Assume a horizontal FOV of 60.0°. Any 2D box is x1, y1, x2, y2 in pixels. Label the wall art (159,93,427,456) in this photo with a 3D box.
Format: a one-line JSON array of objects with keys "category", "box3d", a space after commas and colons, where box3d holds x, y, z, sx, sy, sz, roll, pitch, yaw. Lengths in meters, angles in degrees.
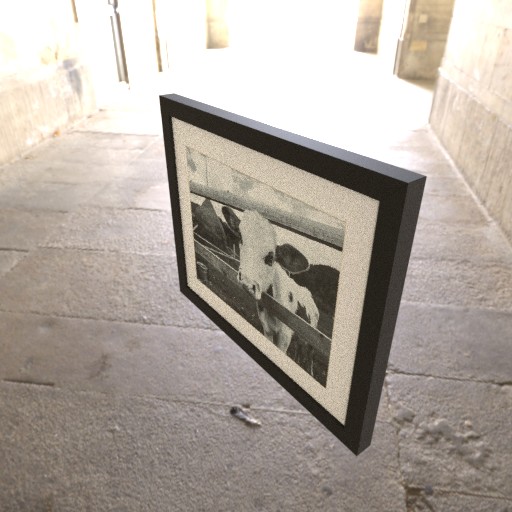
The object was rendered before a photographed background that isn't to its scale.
[{"category": "wall art", "box3d": [0.000, 0.000, 0.560, 0.024, 0.329, 0.404, -22, 37, -32]}]
